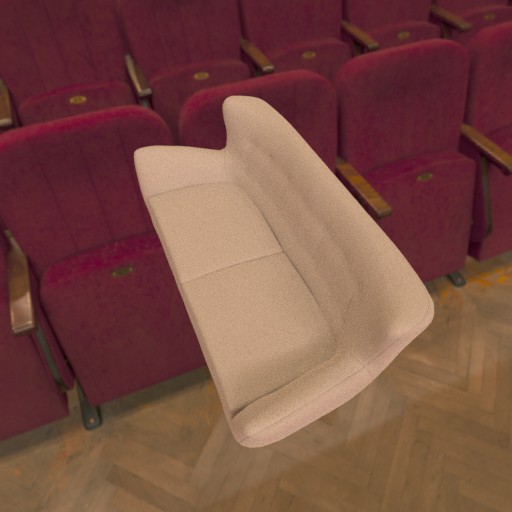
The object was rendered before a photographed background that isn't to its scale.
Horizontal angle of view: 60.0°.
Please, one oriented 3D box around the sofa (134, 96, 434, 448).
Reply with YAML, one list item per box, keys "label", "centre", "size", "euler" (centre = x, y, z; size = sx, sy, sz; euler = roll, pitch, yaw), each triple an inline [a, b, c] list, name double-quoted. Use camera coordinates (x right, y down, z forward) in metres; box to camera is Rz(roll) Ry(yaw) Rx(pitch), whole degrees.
- label: "sofa"
  centre: [0.000, 0.000, 2.405]
  size: [0.899, 0.890, 1.930]
  euler: [-17, 50, -15]
